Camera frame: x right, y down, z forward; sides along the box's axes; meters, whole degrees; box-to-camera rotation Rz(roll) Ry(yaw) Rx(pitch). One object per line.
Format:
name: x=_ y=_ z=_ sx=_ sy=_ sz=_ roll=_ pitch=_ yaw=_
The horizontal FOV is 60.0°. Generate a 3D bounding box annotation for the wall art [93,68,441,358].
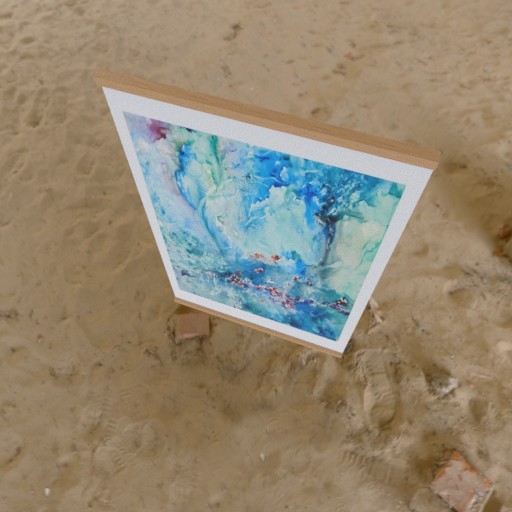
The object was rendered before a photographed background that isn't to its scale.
wall art: x=0.000 y=0.000 z=1.854 sx=0.991 sy=1.510 sz=0.040 roll=17 pitch=60 yaw=10
